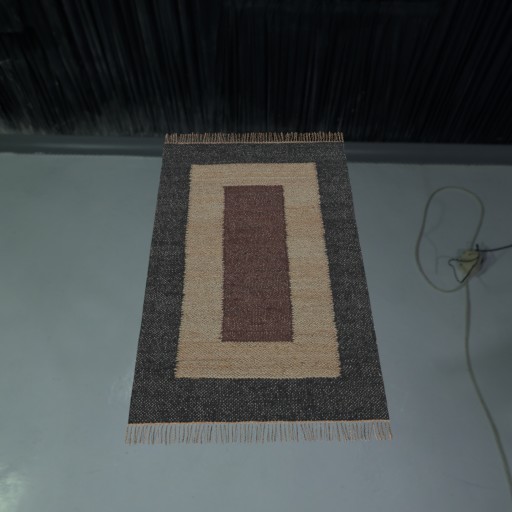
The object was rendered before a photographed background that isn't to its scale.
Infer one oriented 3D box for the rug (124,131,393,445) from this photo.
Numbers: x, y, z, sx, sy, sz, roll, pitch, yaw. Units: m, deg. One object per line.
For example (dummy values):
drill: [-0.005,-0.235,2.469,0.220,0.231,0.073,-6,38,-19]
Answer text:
rug: [0.000,0.000,2.543,1.224,0.027,2.021,-1,58,0]
